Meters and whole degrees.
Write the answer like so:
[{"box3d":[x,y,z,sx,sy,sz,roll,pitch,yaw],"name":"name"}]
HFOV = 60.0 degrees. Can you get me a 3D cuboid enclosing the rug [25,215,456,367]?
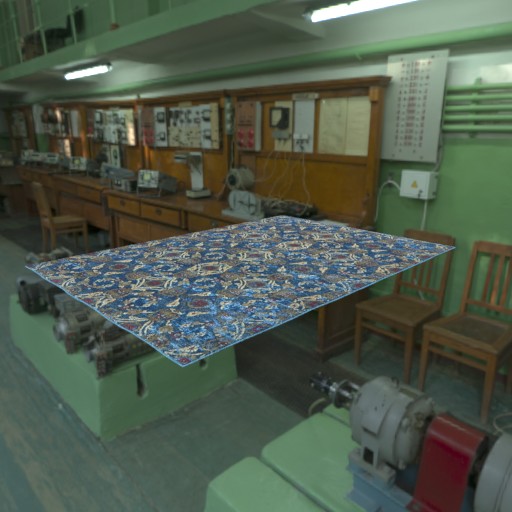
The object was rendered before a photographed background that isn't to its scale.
[{"box3d":[0.000,0.000,4.119,3.291,0.013,2.337,-15,22,-42],"name":"rug"}]
